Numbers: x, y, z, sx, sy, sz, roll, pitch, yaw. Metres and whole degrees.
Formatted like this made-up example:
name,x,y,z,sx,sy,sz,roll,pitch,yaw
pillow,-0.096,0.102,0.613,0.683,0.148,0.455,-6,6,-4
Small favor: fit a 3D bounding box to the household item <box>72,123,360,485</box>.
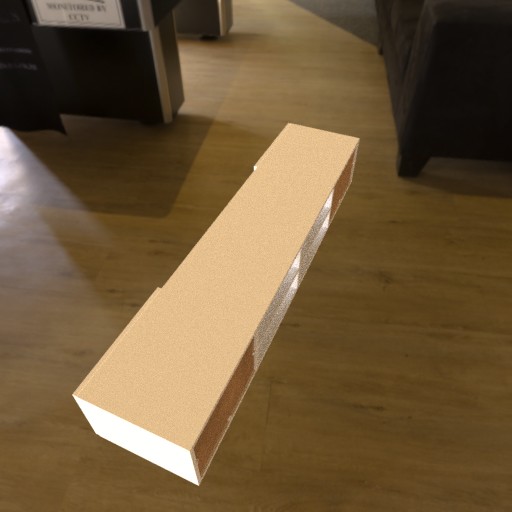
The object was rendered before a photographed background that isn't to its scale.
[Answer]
name,x,y,z,sx,sy,sz,roll,pitch,yaw
household item,0.000,0.000,2.016,0.420,0.310,1.850,18,48,17
